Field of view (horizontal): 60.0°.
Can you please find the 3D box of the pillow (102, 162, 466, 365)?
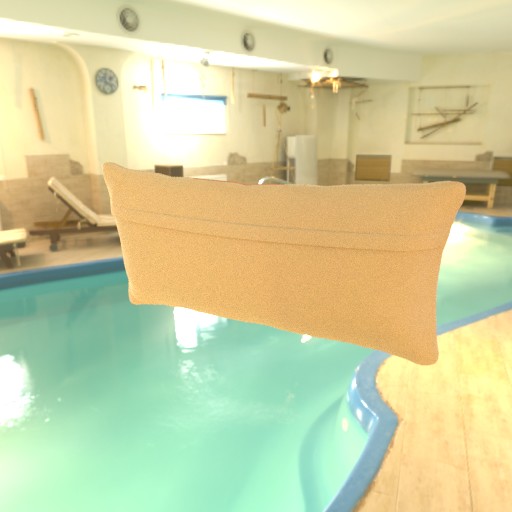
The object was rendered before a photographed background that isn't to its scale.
[{"bbox_3d":[0.000,0.000,0.739,0.609,0.292,0.155,8,18,26],"label":"pillow"}]
